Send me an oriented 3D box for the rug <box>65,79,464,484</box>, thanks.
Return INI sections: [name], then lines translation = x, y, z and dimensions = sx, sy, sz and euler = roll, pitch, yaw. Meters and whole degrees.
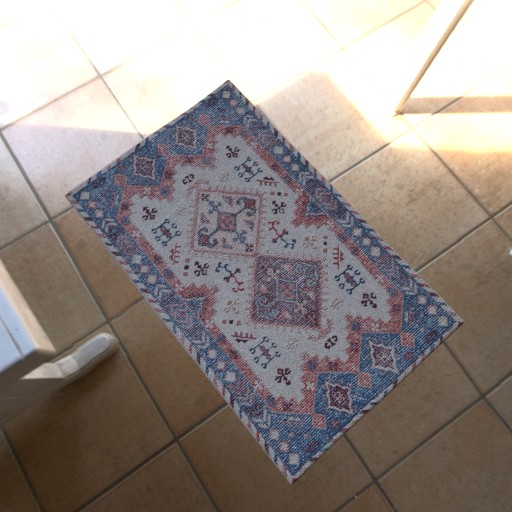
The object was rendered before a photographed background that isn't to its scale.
[rug]
translation = 0.000, 0.000, 3.043
dimensions = 1.521, 0.023, 2.464
euler = -39, 78, -10
